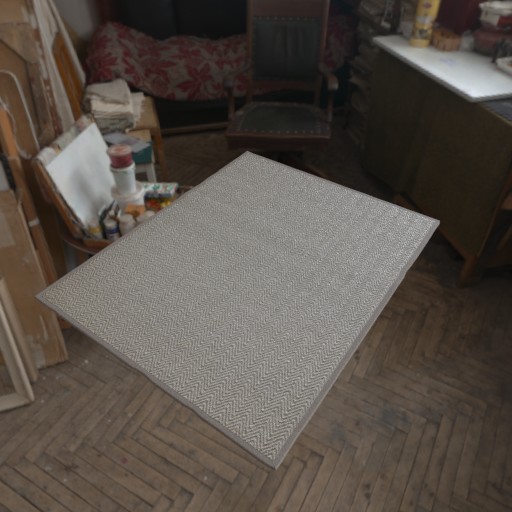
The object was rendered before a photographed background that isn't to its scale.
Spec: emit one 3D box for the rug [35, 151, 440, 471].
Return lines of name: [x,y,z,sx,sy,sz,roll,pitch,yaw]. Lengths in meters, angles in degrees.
rug: [0.000,0.000,4.090,2.434,0.032,3.007,26,48,25]
